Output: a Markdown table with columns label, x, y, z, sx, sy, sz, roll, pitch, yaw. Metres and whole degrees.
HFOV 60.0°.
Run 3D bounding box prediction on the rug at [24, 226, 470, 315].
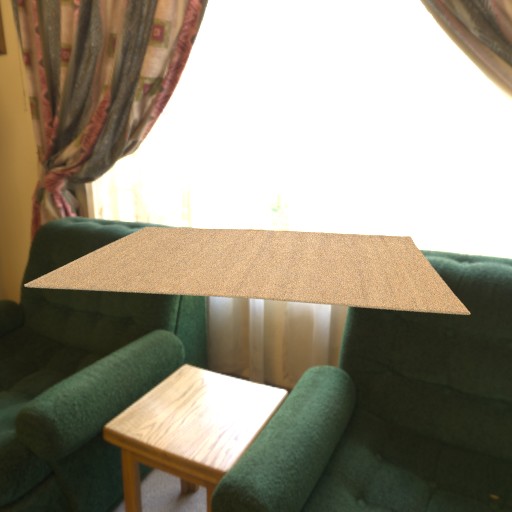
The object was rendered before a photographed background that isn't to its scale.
| label | x | y | z | sx | sy | sz | roll | pitch | yaw |
| --- | --- | --- | --- | --- | --- | --- | --- | --- | --- |
| rug | 0.000 | 0.000 | 2.969 | 2.264 | 0.030 | 1.624 | 3 | 15 | 10 |
